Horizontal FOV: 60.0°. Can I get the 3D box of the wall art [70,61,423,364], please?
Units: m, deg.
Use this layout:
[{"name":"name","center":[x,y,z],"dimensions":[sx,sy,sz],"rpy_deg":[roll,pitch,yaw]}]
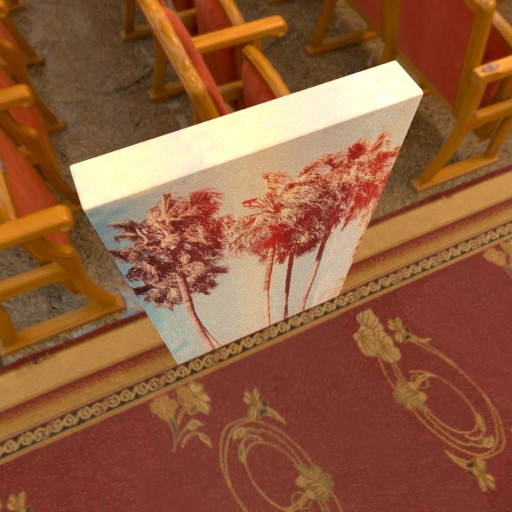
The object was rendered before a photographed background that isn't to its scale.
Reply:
[{"name":"wall art","center":[0.000,0.000,0.473],"dimensions":[0.251,0.380,0.039],"rpy_deg":[-22,64,-11]}]
